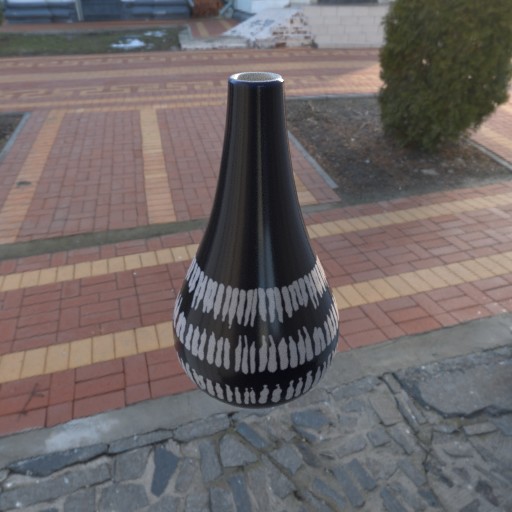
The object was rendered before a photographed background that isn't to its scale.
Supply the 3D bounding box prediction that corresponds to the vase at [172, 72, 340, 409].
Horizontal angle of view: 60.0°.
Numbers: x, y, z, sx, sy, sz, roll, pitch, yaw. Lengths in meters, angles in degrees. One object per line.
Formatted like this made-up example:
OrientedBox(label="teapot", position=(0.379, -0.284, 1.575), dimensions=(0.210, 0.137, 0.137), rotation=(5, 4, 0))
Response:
OrientedBox(label="vase", position=(0.000, 0.000, 0.386), dimensions=(0.159, 0.295, 0.159), rotation=(0, 32, 0))
